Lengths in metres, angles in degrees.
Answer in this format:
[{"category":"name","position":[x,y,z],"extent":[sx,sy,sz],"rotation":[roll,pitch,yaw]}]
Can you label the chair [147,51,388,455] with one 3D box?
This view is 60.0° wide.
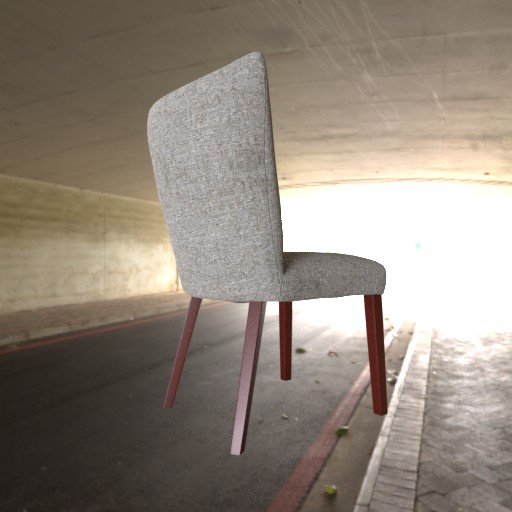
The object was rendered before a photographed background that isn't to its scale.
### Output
[{"category":"chair","position":[0.000,0.000,1.312],"extent":[0.623,0.924,0.535],"rotation":[0,0,-35]}]
